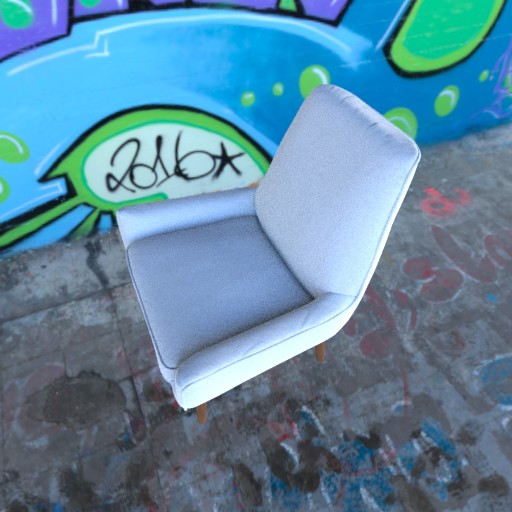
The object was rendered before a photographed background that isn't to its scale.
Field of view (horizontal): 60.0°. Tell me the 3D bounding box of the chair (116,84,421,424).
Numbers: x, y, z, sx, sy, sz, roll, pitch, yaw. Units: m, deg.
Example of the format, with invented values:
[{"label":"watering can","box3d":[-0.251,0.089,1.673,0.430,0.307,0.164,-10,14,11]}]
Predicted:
[{"label":"chair","box3d":[0.000,0.000,1.498,0.822,0.888,0.787,-18,48,-17]}]
